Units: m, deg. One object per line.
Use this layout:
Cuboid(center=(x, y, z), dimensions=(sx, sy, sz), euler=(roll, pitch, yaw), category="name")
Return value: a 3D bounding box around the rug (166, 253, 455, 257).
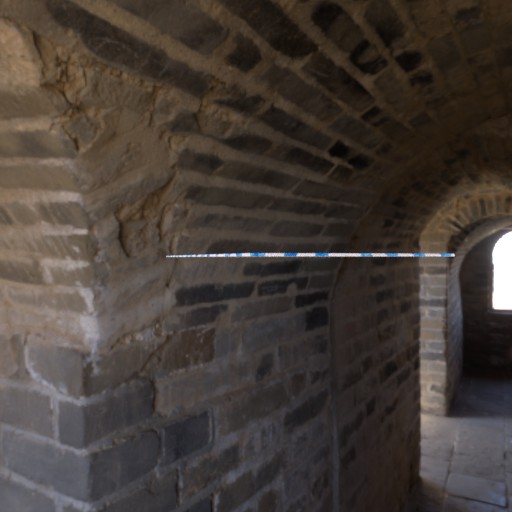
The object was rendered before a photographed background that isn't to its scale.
Cuboid(center=(0.000, 0.000, 1.669), dimensions=(0.503, 0.007, 1.492), euler=(0, 0, -18), category="rug")
